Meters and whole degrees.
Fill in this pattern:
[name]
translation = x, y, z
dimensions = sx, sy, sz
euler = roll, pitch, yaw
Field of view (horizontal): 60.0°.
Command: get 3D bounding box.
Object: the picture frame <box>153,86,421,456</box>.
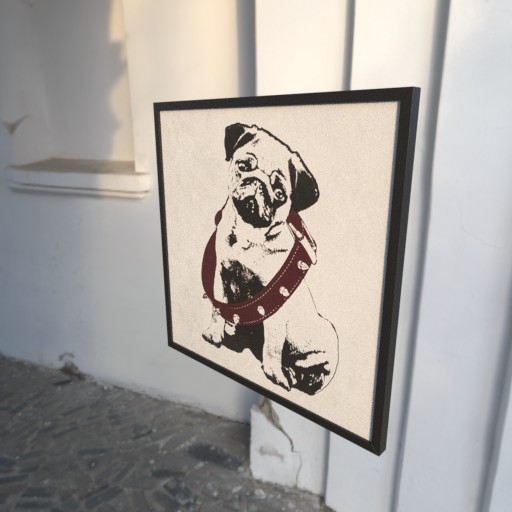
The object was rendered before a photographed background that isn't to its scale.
[picture frame]
translation = 0.000, 0.000, 1.144
dimensions = 0.775, 0.775, 0.032
euler = 14, 21, 40
